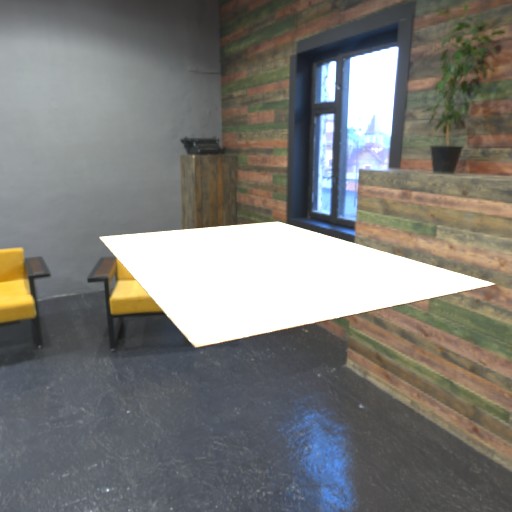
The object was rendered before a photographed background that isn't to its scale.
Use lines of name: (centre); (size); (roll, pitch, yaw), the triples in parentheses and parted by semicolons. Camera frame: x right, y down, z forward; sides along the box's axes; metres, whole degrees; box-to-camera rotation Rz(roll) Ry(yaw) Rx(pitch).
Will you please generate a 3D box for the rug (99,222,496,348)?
rug: (0.000, 0.000, 4.311); (2.438, 0.010, 3.353); (-7, 15, -26)
